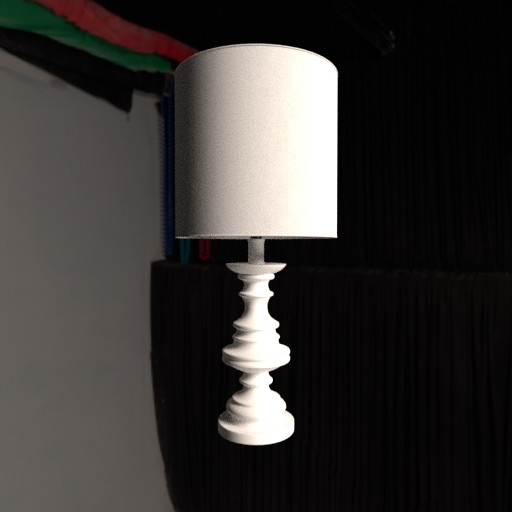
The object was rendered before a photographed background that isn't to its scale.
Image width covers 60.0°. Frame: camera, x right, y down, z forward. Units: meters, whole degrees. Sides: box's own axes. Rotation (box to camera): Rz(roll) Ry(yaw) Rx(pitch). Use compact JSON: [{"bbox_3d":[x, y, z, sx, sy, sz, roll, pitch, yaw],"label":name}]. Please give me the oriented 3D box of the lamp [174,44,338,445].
[{"bbox_3d":[0.000,0.000,0.580,0.208,0.455,0.208,1,2,37],"label":"lamp"}]
